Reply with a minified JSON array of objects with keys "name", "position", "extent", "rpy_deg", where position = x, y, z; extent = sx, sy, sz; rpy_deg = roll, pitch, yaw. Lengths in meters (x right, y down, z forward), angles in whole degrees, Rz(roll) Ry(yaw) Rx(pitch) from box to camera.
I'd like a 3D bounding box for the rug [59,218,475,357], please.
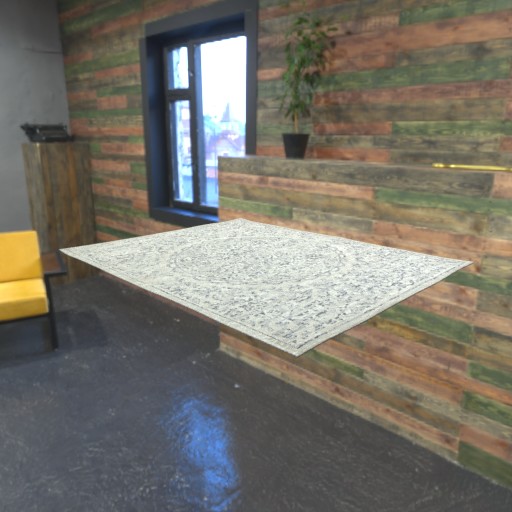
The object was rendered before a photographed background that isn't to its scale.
[{"name":"rug","position":[0.000,0.000,3.971],"extent":[2.343,0.026,2.925],"rpy_deg":[-15,21,-43]}]
